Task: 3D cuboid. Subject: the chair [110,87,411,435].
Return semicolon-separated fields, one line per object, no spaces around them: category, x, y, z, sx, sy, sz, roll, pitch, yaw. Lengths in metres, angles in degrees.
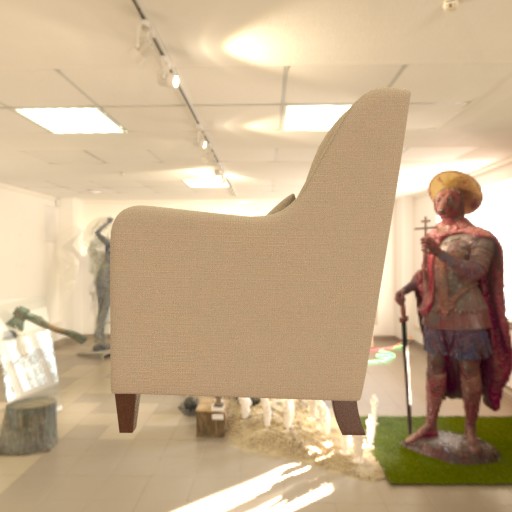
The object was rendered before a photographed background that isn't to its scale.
chair;0.000;0.000;1.604;0.896;1.017;0.715;0;0;1
